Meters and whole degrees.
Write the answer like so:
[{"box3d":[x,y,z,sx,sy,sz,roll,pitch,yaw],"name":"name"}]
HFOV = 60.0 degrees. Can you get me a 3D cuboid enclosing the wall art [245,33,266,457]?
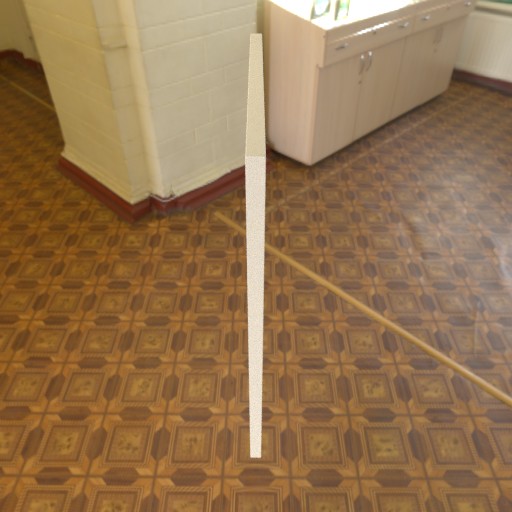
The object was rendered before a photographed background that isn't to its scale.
[{"box3d":[0.000,0.000,0.606,0.015,0.477,0.332,0,41,0],"name":"wall art"}]
